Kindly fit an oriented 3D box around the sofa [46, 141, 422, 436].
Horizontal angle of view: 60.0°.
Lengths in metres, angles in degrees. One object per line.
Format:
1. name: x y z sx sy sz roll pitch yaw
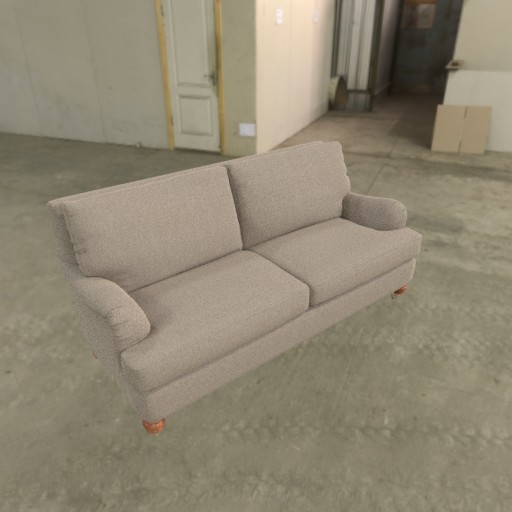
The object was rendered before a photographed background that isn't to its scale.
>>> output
1. sofa: 0.000 0.000 2.819 2.160 1.054 1.087 -21 35 -33
